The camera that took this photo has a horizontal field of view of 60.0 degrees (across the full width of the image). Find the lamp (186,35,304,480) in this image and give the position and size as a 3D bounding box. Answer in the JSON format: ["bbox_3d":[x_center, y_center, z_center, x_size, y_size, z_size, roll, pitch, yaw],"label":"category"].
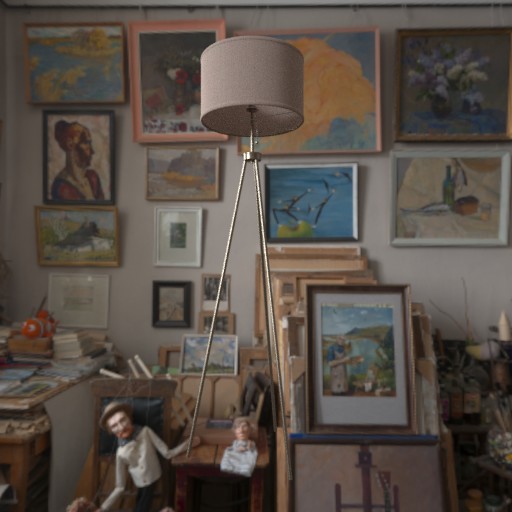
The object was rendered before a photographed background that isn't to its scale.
[{"bbox_3d":[0.000,0.000,1.727,0.449,1.545,0.460,1,-1,-37],"label":"lamp"}]
